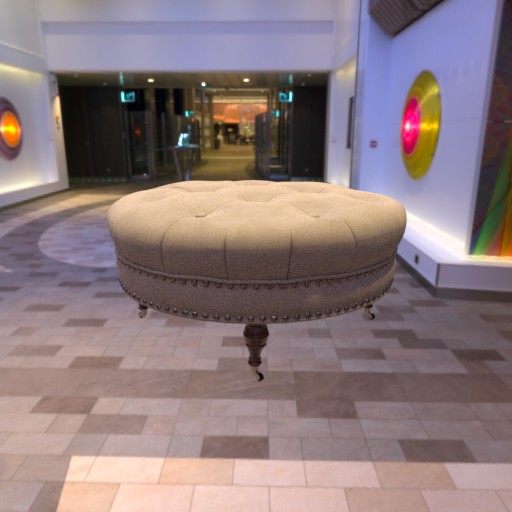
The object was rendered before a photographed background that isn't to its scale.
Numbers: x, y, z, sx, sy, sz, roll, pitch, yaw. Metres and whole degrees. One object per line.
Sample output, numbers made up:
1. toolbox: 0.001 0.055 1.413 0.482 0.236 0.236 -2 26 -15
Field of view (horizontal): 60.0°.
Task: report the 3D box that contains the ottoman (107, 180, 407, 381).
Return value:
1. ottoman: 0.000 0.000 1.419 0.901 0.439 0.901 0 16 0
